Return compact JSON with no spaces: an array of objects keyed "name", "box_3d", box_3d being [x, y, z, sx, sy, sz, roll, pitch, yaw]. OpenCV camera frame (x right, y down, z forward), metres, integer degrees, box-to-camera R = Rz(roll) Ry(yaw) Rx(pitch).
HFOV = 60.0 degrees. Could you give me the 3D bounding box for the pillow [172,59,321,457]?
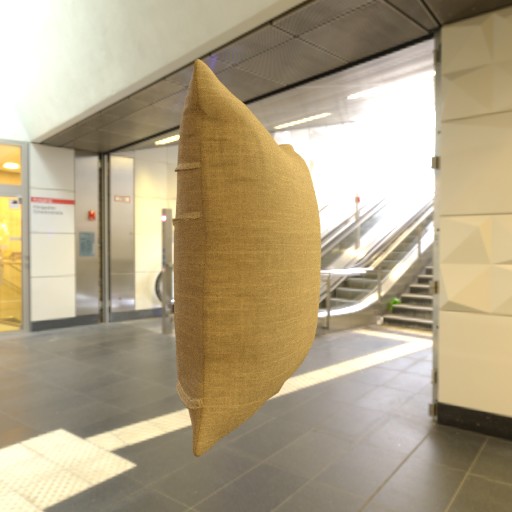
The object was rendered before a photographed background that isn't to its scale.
[{"name":"pillow","box_3d":[0.000,0.000,0.635,0.169,0.400,0.424,0,1,18]}]
